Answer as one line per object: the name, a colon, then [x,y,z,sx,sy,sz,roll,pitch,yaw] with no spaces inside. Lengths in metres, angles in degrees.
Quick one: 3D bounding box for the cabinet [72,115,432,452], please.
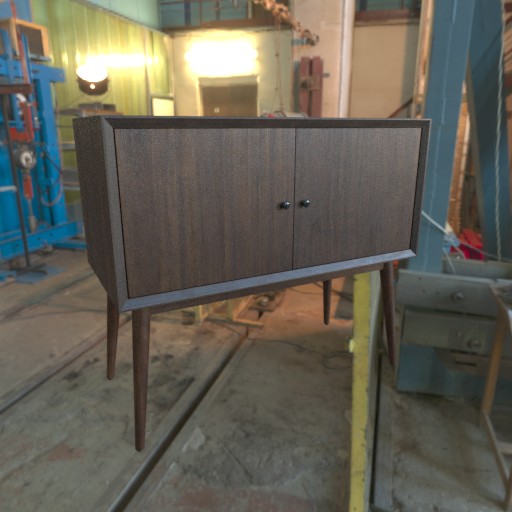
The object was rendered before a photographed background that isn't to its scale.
cabinet: [0.000,0.000,1.103,0.743,0.654,0.354,-9,18,-27]
